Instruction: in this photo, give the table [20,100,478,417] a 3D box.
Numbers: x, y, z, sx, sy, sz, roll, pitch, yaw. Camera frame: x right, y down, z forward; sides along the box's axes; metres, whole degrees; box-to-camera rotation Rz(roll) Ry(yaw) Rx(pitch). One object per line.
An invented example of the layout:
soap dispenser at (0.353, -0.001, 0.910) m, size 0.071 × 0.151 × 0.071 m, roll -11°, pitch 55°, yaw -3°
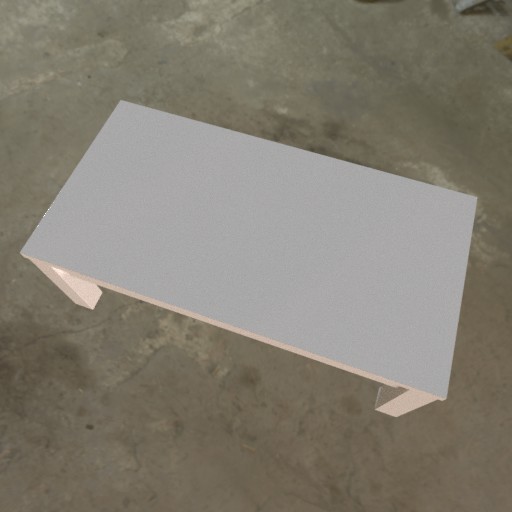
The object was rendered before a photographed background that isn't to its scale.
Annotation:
table at (0.000, 0.000, 1.668) m, size 1.350 × 0.470 × 0.700 m, roll 17°, pitch 65°, yaw 9°
